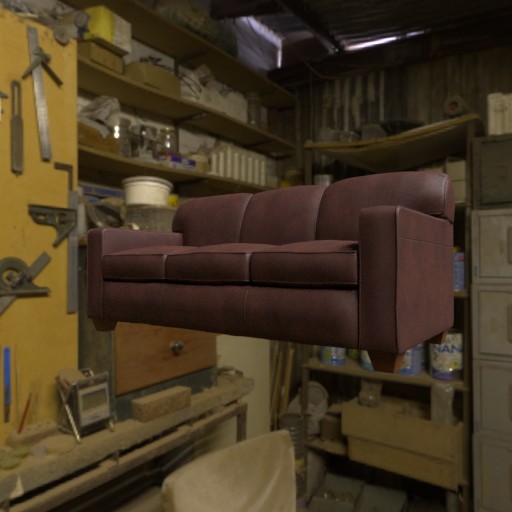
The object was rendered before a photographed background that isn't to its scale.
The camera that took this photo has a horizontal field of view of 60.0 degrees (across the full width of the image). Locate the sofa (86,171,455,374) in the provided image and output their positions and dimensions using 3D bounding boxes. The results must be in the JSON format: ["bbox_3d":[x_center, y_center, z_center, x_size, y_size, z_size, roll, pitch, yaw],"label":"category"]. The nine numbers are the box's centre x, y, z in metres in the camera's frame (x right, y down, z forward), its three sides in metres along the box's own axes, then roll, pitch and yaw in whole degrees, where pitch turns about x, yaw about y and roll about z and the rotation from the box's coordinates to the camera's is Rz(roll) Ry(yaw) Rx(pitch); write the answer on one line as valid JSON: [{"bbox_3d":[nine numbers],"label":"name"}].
[{"bbox_3d":[0.000,0.000,2.633,2.039,0.953,1.008,-1,-1,35],"label":"sofa"}]
